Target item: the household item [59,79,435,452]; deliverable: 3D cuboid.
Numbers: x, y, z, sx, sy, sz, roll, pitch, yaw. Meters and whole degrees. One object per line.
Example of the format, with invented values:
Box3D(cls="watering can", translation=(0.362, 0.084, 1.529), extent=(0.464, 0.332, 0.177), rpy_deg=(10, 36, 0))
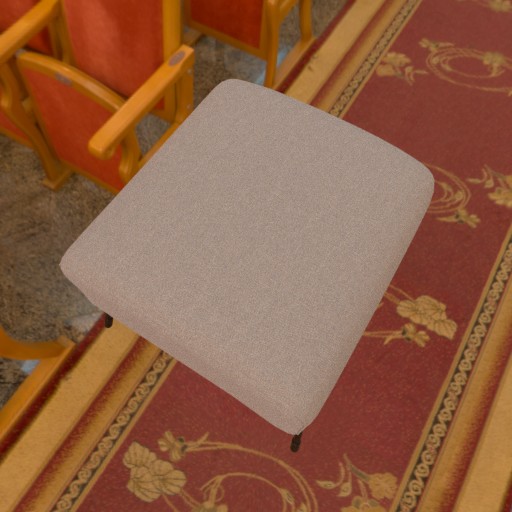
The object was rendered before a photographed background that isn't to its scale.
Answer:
Box3D(cls="household item", translation=(0.000, 0.000, 0.911), extent=(0.530, 0.410, 0.530), rpy_deg=(29, 67, 13))
